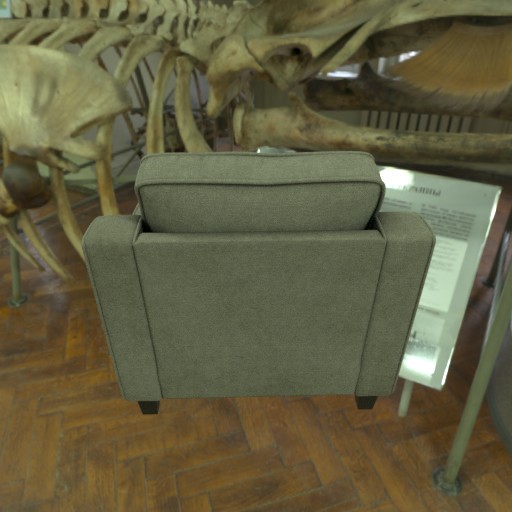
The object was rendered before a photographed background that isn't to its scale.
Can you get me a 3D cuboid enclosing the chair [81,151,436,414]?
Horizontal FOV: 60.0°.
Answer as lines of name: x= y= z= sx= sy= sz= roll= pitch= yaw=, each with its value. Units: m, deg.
chair: x=0.000 y=0.000 z=1.649 sx=0.926 sy=0.944 sz=0.840 roll=-1 pitch=30 yaw=-1
